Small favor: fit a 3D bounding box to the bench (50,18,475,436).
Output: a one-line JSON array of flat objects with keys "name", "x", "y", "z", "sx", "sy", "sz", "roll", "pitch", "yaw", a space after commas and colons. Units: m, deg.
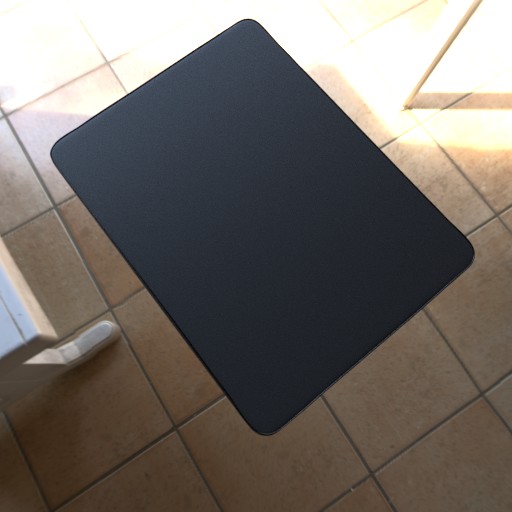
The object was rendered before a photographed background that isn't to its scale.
[{"name": "bench", "x": 0.000, "y": 0.000, "z": 0.756, "sx": 0.321, "sy": 0.500, "sz": 0.424, "roll": -38, "pitch": 78, "yaw": -9}]
